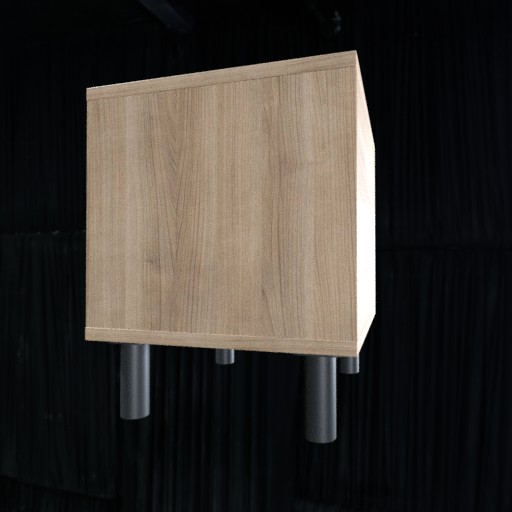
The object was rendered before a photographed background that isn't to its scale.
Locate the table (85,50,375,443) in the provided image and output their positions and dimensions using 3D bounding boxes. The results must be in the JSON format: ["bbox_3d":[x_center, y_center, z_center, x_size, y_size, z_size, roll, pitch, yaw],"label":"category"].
[{"bbox_3d":[0.000,0.000,0.770,0.380,0.460,0.445,0,-1,18],"label":"table"}]
